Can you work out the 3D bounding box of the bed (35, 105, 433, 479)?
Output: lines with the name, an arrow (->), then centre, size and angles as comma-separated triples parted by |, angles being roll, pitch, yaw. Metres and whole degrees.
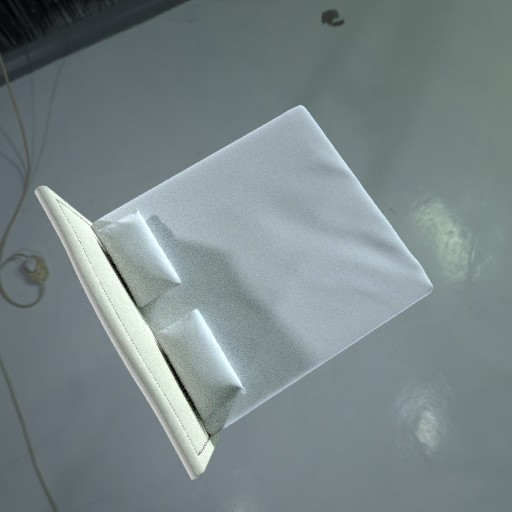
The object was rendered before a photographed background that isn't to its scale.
bed -> 0.000, 0.000, 3.438 | 2.182, 1.421, 2.083 | -31, 79, -7
